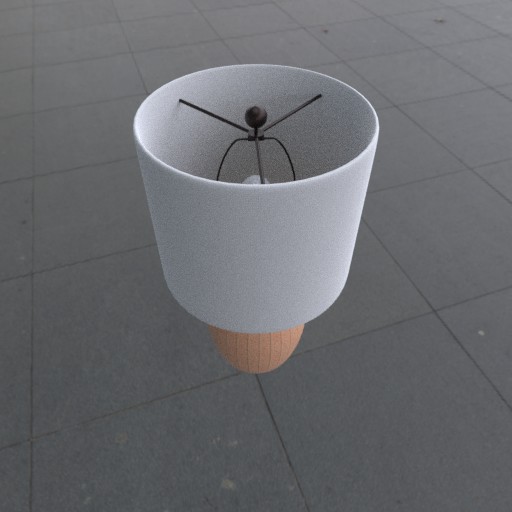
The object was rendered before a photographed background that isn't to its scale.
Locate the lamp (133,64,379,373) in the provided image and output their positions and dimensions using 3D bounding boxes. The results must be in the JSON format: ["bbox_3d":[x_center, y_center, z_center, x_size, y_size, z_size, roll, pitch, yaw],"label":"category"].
[{"bbox_3d":[0.000,0.000,0.794,0.329,0.570,0.329,0,46,0],"label":"lamp"}]
